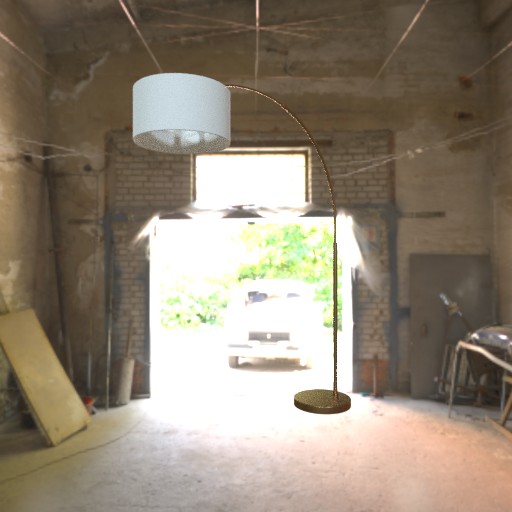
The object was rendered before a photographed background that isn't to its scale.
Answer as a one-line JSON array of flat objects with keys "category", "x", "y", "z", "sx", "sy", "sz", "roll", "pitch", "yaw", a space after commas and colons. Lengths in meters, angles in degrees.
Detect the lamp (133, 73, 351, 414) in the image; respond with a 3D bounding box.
[{"category": "lamp", "x": 0.000, "y": 0.000, "z": 2.563, "sx": 1.434, "sy": 1.927, "sz": 0.493, "roll": 0, "pitch": 0, "yaw": -36}]
